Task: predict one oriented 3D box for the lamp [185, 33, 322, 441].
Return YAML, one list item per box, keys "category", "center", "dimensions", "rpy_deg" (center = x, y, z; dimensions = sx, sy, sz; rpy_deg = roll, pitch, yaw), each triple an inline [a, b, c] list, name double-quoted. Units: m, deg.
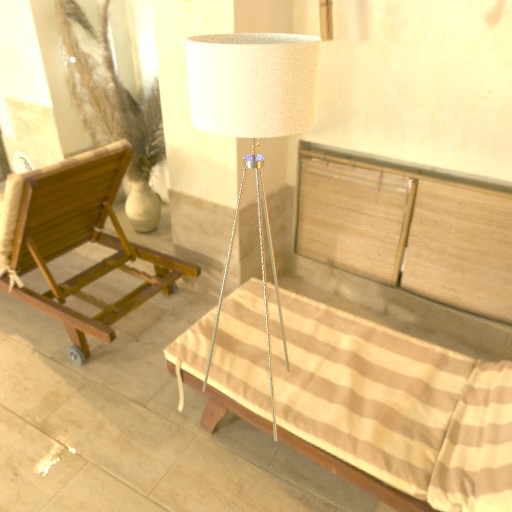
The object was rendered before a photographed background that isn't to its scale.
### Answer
- category: "lamp"
  center: [0.000, 0.000, 1.741]
  dimensions: [0.448, 1.545, 0.458]
  rpy_deg: [20, 36, 30]
